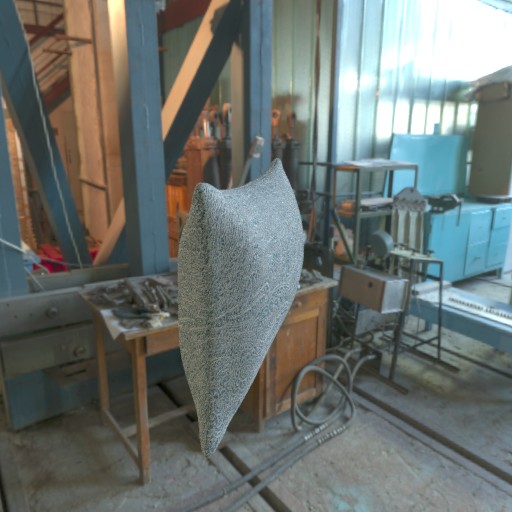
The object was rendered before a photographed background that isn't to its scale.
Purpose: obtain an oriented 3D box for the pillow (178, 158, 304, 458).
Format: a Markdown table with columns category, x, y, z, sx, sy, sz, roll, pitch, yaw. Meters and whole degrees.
| category | x | y | z | sx | sy | sz | roll | pitch | yaw |
| --- | --- | --- | --- | --- | --- | --- | --- | --- | --- |
| pillow | 0.000 | 0.000 | 0.731 | 0.151 | 0.295 | 0.615 | 2 | 15 | 9 |
